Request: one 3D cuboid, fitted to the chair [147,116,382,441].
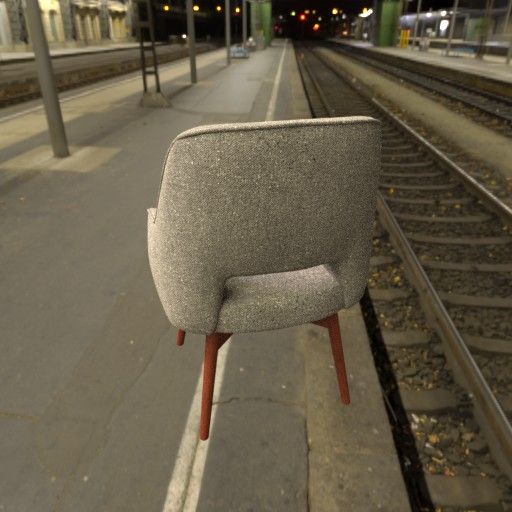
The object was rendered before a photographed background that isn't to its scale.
[{"bbox_3d":[0.000,0.000,1.312,0.608,0.875,0.629,-8,28,-16],"label":"chair"}]
